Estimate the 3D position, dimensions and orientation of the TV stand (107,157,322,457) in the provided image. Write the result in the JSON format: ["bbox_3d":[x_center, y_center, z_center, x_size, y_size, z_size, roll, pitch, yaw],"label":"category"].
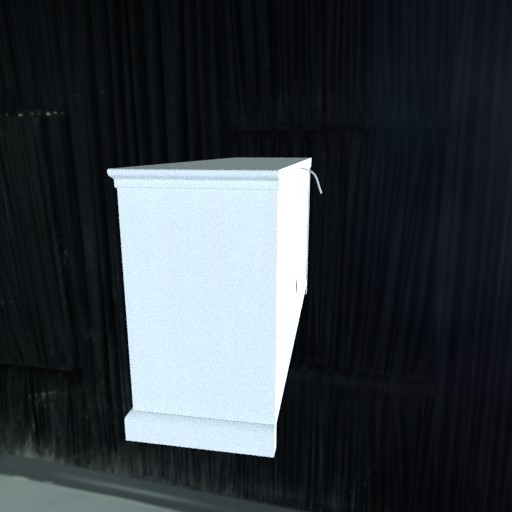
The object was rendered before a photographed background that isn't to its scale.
[{"bbox_3d":[0.000,0.000,1.492,0.424,0.624,1.187,2,14,10],"label":"TV stand"}]
